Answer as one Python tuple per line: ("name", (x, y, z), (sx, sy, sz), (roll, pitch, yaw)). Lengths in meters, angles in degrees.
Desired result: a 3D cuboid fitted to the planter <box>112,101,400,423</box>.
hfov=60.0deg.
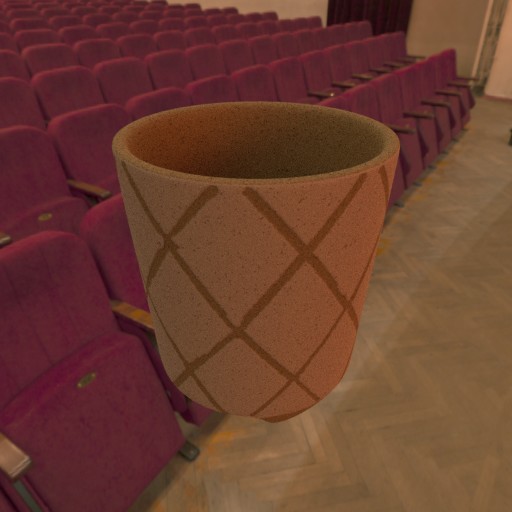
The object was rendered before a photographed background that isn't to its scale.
("planter", (0.000, 0.000, 0.354), (0.191, 0.199, 0.191), (0, 31, 0))
